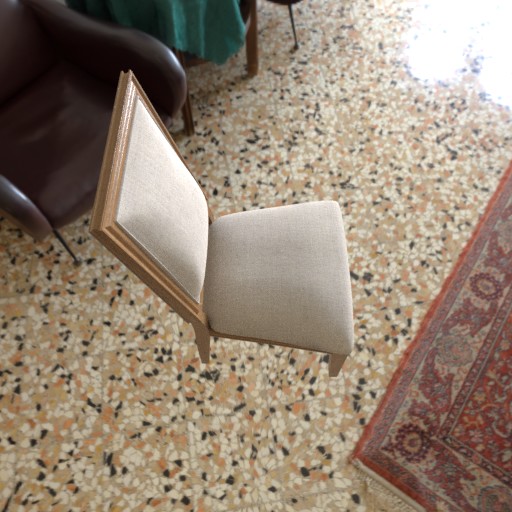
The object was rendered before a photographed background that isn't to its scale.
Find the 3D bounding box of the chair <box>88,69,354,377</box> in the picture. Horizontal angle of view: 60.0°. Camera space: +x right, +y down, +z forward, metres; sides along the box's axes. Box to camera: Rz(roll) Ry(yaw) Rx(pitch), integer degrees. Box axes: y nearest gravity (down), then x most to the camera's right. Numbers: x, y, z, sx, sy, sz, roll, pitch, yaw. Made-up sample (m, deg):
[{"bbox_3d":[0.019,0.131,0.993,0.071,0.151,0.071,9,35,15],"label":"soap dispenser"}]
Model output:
[{"bbox_3d":[0.000,0.000,1.321,0.601,0.988,0.536,0,63,0],"label":"chair"}]
